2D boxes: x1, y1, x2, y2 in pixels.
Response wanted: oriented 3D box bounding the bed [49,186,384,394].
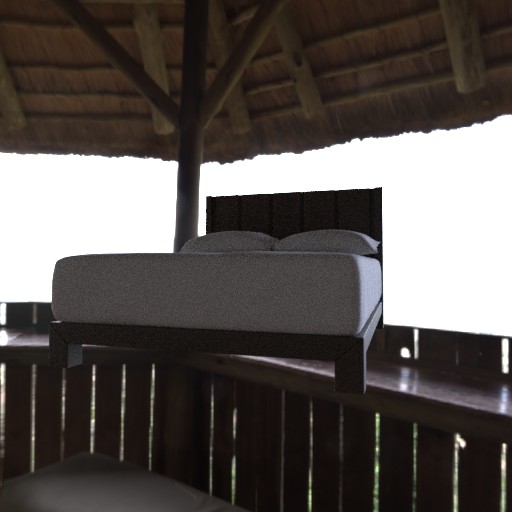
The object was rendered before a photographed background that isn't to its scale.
[{"bbox_3d":[0.000,0.000,3.268,1.727,1.270,2.242,0,-1,18],"label":"bed"}]
